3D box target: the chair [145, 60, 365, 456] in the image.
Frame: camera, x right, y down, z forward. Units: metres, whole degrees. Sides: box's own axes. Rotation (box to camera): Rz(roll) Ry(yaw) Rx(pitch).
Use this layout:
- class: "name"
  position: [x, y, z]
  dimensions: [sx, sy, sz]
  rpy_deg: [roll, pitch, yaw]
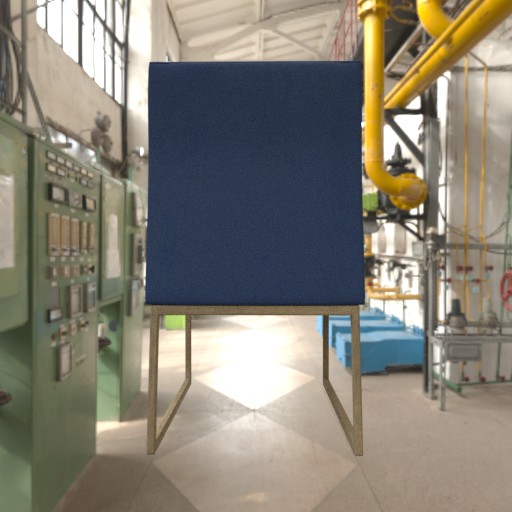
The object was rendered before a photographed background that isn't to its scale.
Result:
- class: "chair"
  position: [0.000, 0.000, 1.221]
  dimensions: [0.508, 0.863, 0.522]
  rpy_deg: [0, 1, 1]
